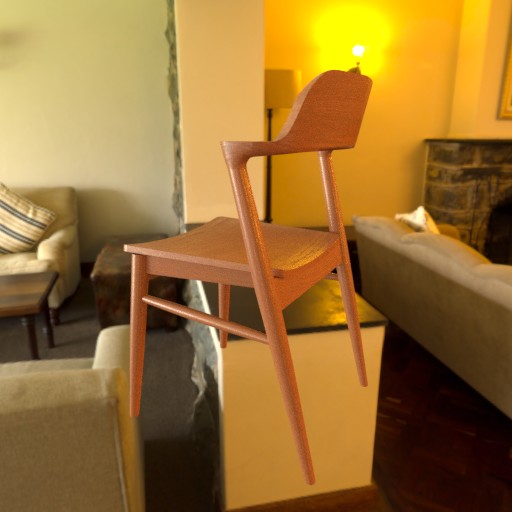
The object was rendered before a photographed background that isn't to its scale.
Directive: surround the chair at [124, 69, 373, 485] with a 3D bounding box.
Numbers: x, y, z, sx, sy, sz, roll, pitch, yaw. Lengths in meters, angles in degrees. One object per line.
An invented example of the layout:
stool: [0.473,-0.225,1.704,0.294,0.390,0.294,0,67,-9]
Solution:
chair: [0.000,0.000,1.091,0.499,0.801,0.496,8,18,27]
